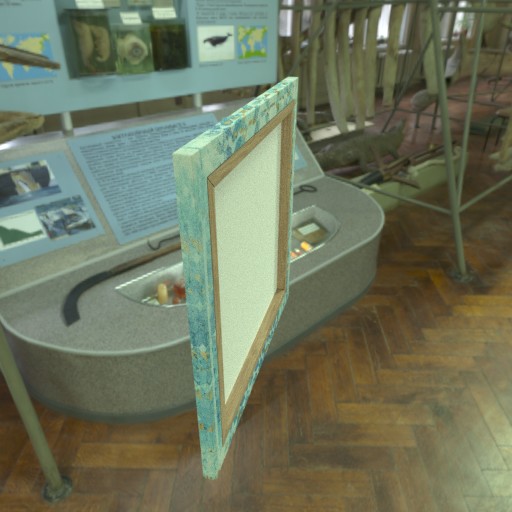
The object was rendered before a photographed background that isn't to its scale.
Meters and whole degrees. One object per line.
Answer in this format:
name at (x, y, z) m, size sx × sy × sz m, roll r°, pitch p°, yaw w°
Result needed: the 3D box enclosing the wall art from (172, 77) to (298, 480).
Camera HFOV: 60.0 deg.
wall art at (0.000, 0.000, 1.376) m, size 0.040 × 0.916 × 0.916 m, roll 8°, pitch 31°, yaw 14°
